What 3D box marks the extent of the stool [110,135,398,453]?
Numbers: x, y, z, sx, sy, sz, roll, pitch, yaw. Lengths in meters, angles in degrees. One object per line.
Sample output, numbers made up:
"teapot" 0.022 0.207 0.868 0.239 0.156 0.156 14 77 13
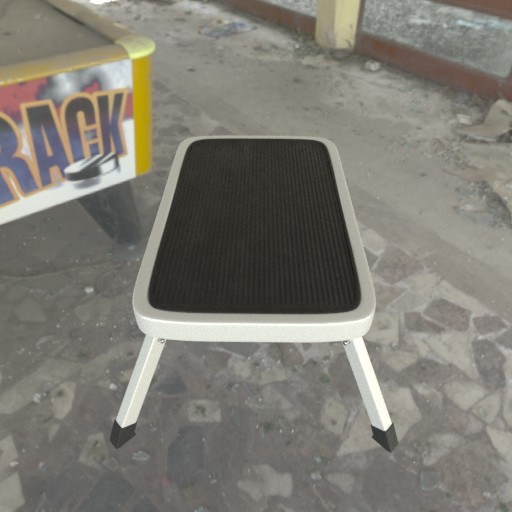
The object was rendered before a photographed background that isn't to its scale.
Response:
"stool" 0.000 0.000 0.603 0.320 0.170 0.460 0 41 1
